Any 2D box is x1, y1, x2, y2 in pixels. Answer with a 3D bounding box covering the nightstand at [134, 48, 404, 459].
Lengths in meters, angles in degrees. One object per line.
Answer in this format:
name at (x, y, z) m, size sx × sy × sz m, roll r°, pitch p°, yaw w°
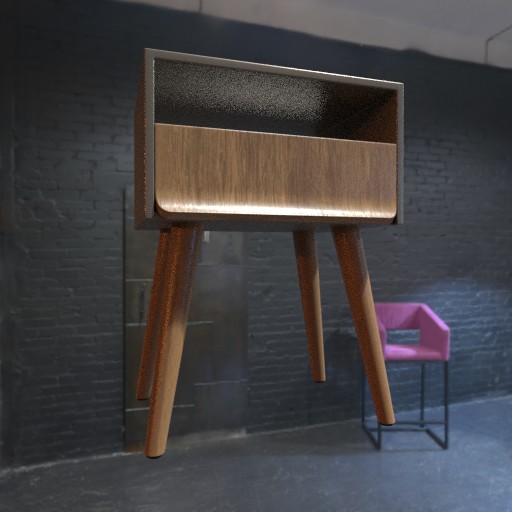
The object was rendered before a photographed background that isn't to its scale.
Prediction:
nightstand at (0.000, 0.000, 0.722) m, size 0.370 × 0.508 × 0.288 m, roll 0°, pitch 0°, yaw -18°
